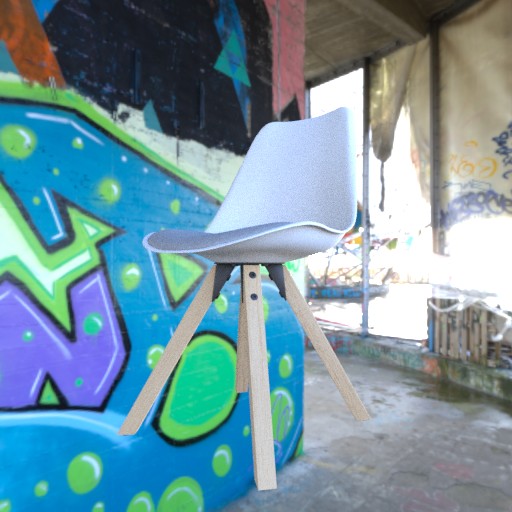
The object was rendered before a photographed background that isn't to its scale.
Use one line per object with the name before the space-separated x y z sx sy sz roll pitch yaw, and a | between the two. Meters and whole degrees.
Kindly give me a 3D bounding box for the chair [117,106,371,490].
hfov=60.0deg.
chair | 0.000 0.000 1.126 0.485 0.850 0.550 -1 -1 37
